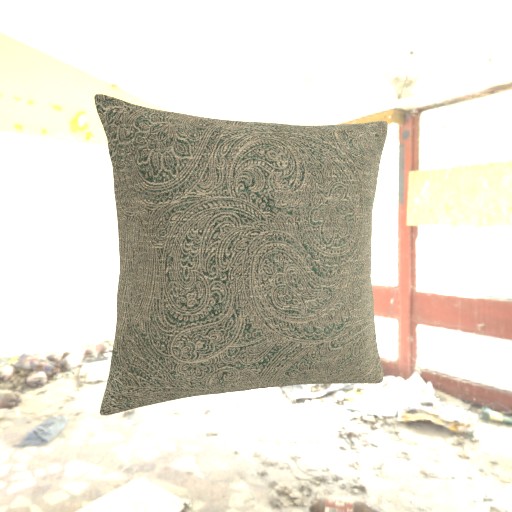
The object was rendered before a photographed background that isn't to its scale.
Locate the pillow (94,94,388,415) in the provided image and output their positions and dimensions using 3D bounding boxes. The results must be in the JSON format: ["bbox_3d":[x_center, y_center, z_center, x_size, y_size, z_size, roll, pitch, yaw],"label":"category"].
[{"bbox_3d":[0.000,0.000,0.777,0.526,0.507,0.166,-1,3,-18],"label":"pillow"}]
